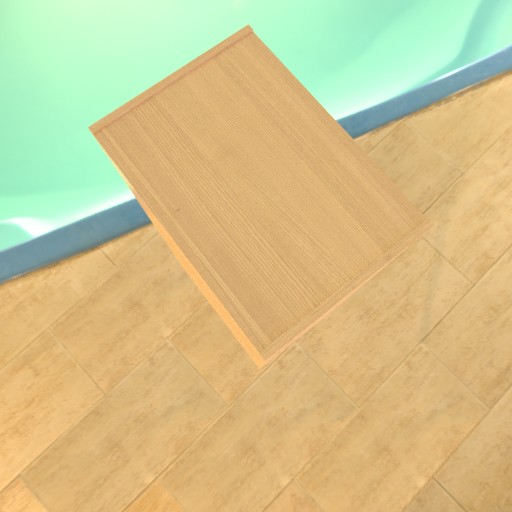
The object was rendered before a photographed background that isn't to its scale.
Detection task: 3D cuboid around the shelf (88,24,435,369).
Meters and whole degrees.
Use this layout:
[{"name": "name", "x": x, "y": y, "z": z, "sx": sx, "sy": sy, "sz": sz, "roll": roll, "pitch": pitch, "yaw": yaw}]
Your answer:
[{"name": "shelf", "x": 0.000, "y": 0.000, "z": 1.043, "sx": 0.292, "sy": 0.876, "sz": 0.417, "roll": -37, "pitch": 78, "yaw": -9}]
